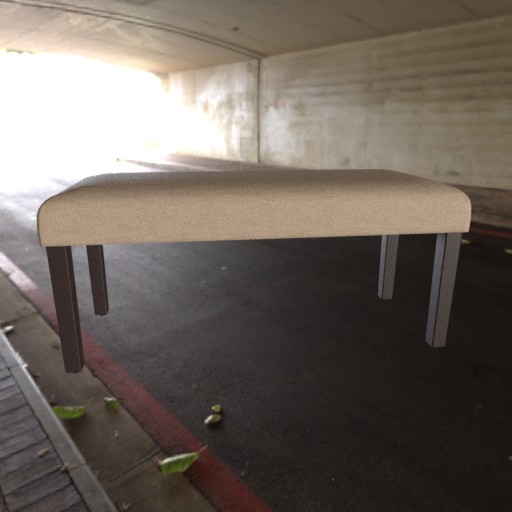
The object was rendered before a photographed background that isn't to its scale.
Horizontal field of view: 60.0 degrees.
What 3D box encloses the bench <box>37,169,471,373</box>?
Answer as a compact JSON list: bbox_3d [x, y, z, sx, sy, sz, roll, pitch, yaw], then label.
[{"bbox_3d":[0.000,0.000,1.252,1.013,0.456,0.407,-2,17,-7],"label":"bench"}]
